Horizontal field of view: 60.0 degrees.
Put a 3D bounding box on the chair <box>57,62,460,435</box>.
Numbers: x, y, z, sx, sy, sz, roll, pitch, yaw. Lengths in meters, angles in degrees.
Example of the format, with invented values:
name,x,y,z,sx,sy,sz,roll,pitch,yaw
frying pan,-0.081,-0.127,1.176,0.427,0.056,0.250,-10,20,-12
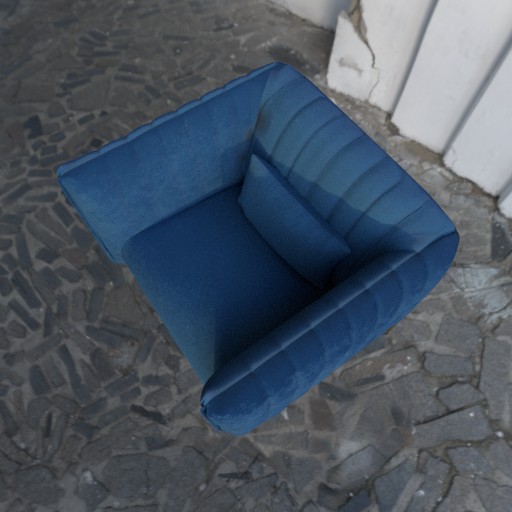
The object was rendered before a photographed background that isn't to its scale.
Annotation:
name,x,y,z,sx,sy,sz,roll,pitch,yaw
chair,0.000,0.000,1.591,0.877,0.793,0.947,-33,69,-15
